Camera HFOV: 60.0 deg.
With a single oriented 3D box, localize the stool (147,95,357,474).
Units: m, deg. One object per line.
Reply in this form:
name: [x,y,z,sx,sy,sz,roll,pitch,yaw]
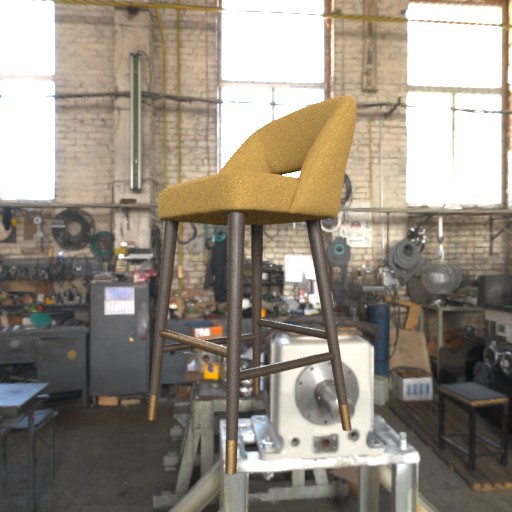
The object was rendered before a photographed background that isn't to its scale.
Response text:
stool: [0.000,0.000,1.378,0.522,1.032,0.536,0,0,-38]
